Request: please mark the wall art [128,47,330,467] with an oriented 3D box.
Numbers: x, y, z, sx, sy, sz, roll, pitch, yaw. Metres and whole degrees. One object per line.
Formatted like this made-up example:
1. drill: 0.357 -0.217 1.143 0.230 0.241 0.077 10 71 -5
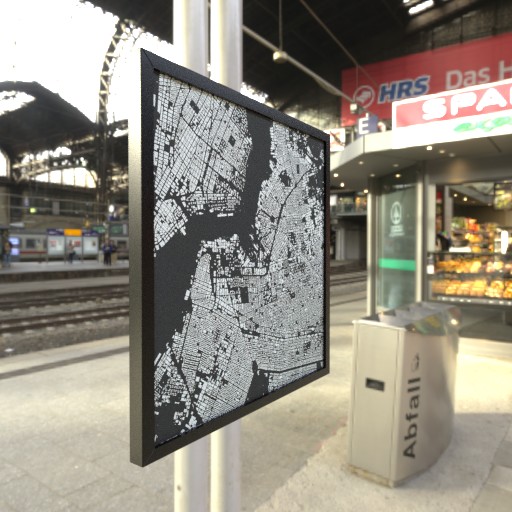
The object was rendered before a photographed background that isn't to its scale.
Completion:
1. wall art: 0.000 0.000 1.116 0.038 0.761 0.755 1 1 36
